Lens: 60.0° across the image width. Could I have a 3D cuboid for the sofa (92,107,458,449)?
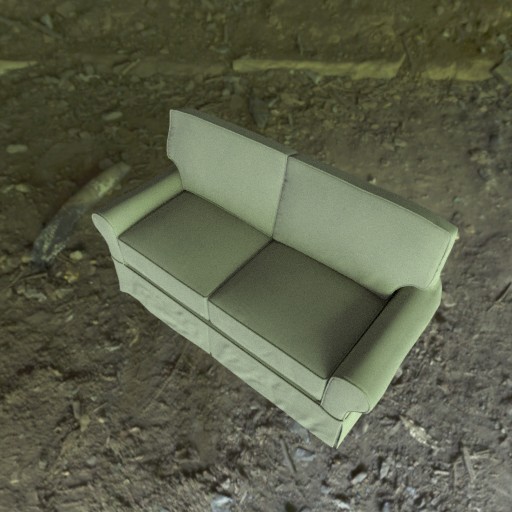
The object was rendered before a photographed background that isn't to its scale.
[{"bbox_3d":[0.000,0.000,2.384,1.823,1.024,0.841,30,53,26],"label":"sofa"}]
